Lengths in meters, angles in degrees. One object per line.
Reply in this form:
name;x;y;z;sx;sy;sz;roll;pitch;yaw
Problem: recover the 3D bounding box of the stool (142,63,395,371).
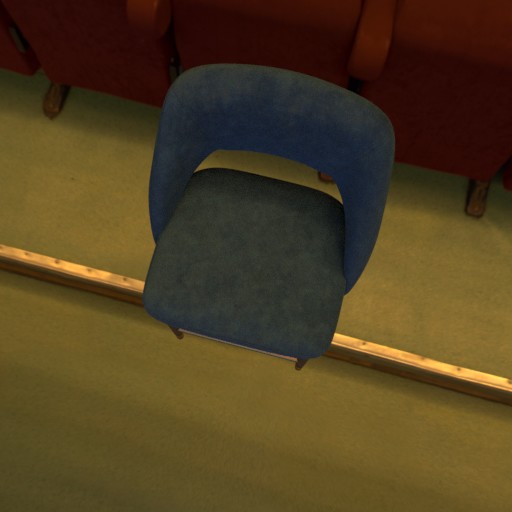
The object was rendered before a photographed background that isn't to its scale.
stool;0.000;0.000;1.214;0.536;0.925;0.524;14;76;3
